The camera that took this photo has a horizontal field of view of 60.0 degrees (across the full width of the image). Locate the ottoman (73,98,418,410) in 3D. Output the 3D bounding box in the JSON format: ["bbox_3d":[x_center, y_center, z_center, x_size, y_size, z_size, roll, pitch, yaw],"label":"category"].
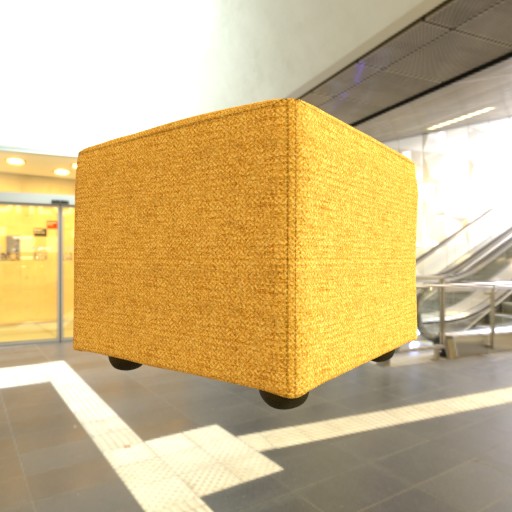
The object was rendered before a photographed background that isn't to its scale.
[{"bbox_3d":[0.000,0.000,0.890,0.505,0.441,0.512,0,0,37],"label":"ottoman"}]
